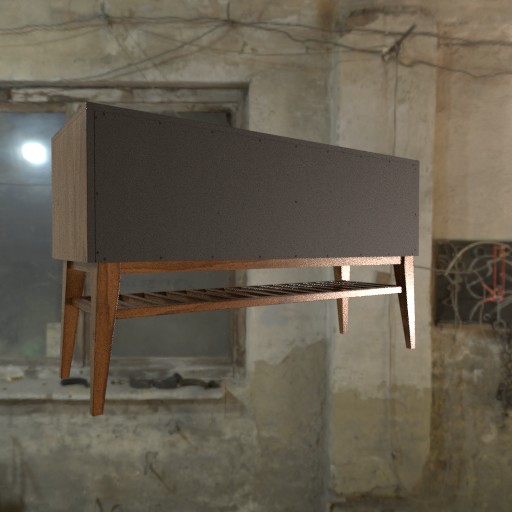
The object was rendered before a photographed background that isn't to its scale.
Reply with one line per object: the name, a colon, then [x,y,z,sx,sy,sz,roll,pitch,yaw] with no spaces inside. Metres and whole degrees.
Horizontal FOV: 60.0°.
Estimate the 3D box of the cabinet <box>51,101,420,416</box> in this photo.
cabinet: [0.000,0.000,1.703,1.363,0.802,0.477,-1,2,-35]
